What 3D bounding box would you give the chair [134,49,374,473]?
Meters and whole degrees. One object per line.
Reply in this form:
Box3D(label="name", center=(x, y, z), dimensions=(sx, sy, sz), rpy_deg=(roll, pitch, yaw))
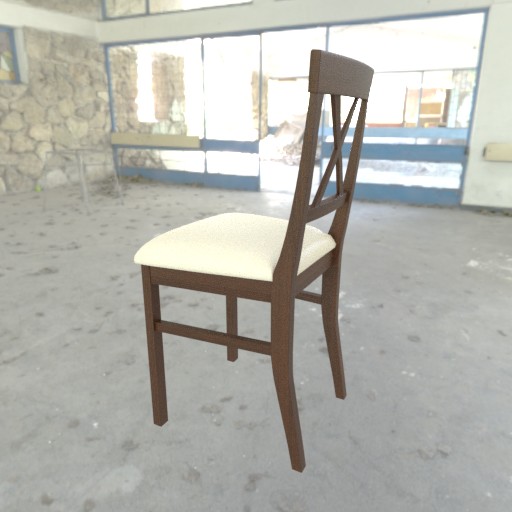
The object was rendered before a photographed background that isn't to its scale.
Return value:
Box3D(label="chair", center=(0.000, 0.000, 1.153), dimensions=(0.480, 0.913, 0.440), rpy_deg=(9, 19, 27))
